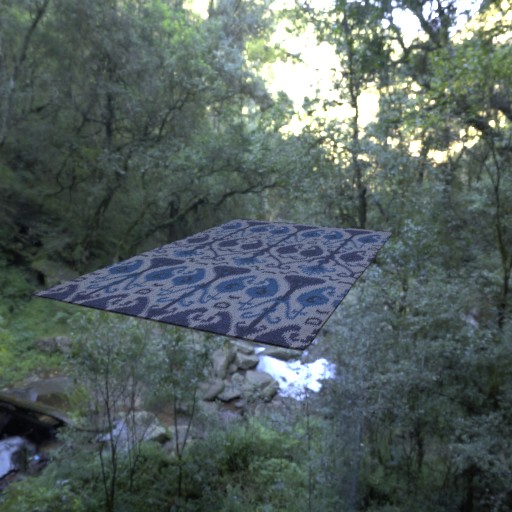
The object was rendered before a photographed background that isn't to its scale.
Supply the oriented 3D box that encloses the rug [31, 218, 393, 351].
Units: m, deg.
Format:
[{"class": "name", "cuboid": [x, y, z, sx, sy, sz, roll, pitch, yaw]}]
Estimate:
[{"class": "rug", "cuboid": [0.000, 0.000, 2.176, 1.072, 0.013, 1.698, 7, 17, 24]}]
